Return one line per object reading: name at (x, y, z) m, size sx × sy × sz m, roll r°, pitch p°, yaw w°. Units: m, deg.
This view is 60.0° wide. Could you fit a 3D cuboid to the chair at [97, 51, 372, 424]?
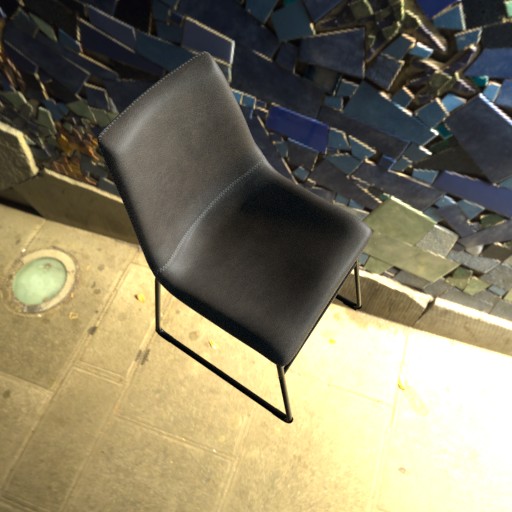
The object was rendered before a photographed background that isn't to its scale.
chair at (0.000, 0.000, 1.141) m, size 0.550 × 0.780 × 0.460 m, roll 30°, pitch 63°, yaw 17°
